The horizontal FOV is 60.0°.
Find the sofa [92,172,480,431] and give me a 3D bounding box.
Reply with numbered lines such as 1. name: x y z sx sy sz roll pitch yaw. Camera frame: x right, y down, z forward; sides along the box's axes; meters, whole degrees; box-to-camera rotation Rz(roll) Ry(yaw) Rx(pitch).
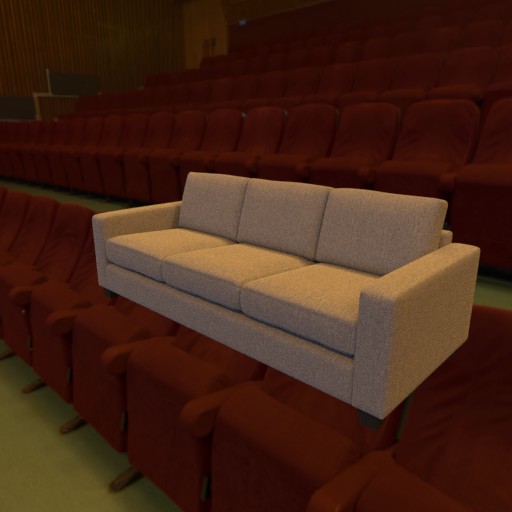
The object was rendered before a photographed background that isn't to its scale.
1. sofa: 0.000 0.000 2.531 2.120 0.800 0.900 15 22 41
